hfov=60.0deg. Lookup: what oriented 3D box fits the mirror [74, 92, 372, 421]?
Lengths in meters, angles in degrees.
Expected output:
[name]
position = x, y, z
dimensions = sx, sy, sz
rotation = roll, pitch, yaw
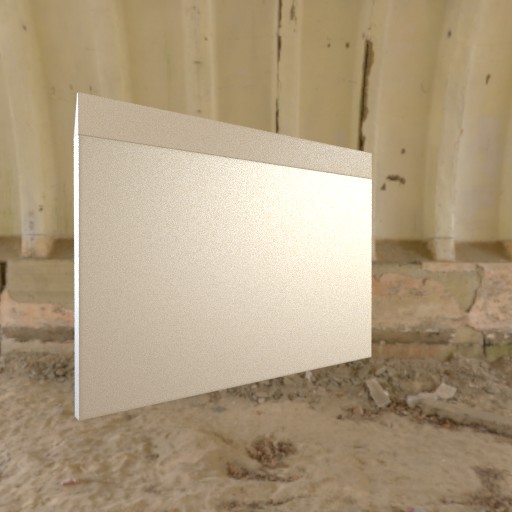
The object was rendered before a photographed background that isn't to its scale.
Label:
[mirror]
position = 0.000, 0.000, 1.120
dimensions = 0.870, 0.630, 0.030
rotation = 0, 1, -37
